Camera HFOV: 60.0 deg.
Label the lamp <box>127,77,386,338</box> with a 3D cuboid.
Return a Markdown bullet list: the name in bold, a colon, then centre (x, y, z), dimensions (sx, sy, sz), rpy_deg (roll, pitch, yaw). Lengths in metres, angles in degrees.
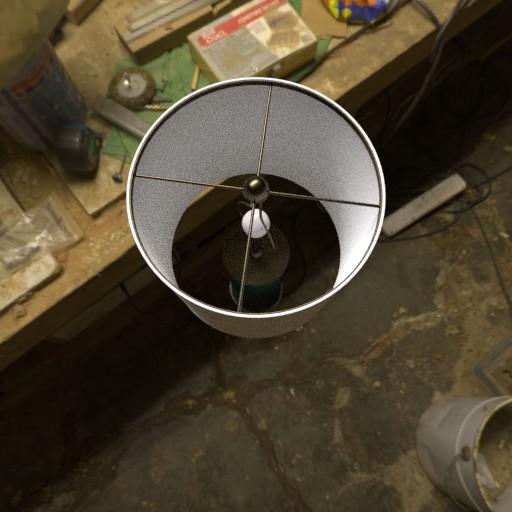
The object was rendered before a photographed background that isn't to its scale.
- **lamp**: centre (0.000, 0.000, 0.806), dimensions (0.301, 0.630, 0.301), rpy_deg (-36, 78, -9)
